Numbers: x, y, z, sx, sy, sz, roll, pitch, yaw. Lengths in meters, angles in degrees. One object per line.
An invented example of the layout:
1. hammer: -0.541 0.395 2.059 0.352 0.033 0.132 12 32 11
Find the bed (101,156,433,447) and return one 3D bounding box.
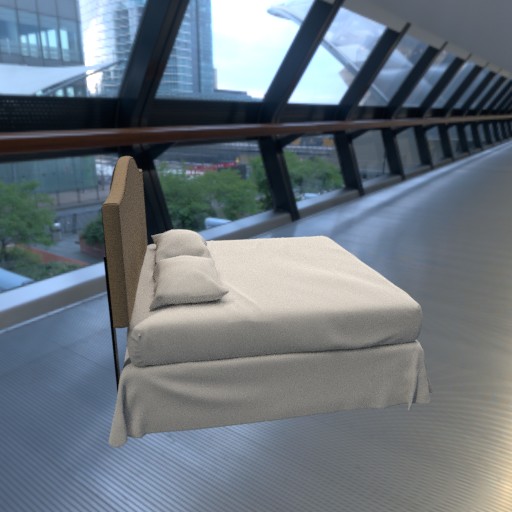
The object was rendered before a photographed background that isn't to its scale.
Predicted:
1. bed: 0.000 0.000 3.707 2.222 1.651 2.311 -3 17 -10
